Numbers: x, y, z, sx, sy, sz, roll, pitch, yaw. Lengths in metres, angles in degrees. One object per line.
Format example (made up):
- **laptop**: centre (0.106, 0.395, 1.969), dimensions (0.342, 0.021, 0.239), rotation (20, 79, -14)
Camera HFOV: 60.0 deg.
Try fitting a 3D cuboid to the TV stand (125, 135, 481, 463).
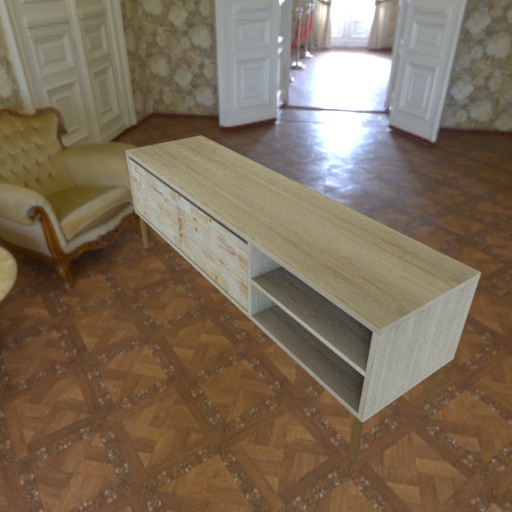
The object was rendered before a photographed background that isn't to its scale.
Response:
- **TV stand**: centre (0.000, 0.000, 1.844), dimensions (0.420, 0.550, 1.600), rotation (-20, 37, -29)
